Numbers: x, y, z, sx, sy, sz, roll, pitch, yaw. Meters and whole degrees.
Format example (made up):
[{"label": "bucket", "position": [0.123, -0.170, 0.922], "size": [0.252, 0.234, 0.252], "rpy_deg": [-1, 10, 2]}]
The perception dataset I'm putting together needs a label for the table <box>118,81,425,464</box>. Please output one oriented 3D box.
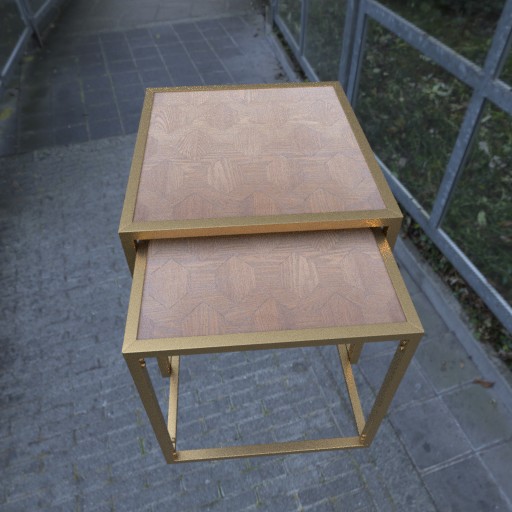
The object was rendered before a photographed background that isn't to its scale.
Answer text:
[{"label": "table", "position": [0.000, 0.000, 1.072], "size": [0.505, 0.505, 0.762], "rpy_deg": [-3, 46, -3]}]
